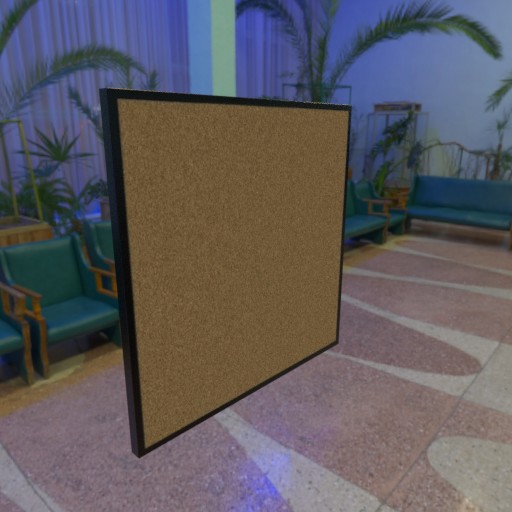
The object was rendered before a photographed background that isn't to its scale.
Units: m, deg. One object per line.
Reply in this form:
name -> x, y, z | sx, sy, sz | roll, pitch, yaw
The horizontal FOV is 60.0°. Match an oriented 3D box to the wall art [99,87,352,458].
wall art -> 0.000, 0.000, 0.521 | 0.014, 0.349, 0.349 | 15, 22, 42
